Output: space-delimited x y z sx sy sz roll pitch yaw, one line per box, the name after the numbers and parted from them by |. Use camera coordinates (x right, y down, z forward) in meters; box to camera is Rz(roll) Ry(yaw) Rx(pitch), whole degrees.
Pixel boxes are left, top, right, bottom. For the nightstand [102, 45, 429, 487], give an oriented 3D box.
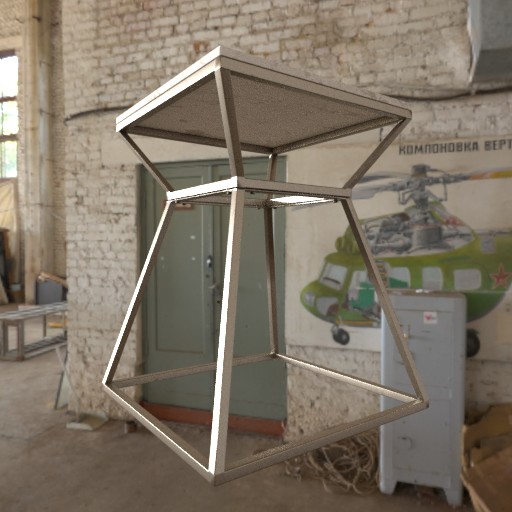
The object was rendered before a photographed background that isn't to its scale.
0.000 0.000 0.855 0.455 0.554 0.455 -1 2 -36 | nightstand
